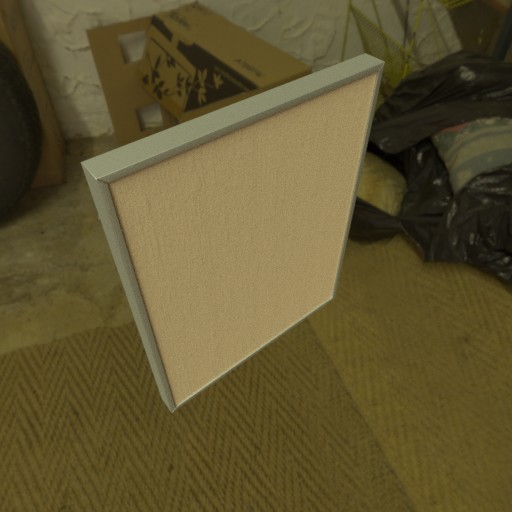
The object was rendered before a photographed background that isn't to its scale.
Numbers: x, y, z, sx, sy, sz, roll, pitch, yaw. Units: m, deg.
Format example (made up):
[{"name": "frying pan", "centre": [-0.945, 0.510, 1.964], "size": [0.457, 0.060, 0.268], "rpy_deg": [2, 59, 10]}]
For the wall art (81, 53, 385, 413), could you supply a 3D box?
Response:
[{"name": "wall art", "centre": [0.000, 0.000, 0.755], "size": [0.445, 0.553, 0.039], "rpy_deg": [-30, 54, -25]}]
